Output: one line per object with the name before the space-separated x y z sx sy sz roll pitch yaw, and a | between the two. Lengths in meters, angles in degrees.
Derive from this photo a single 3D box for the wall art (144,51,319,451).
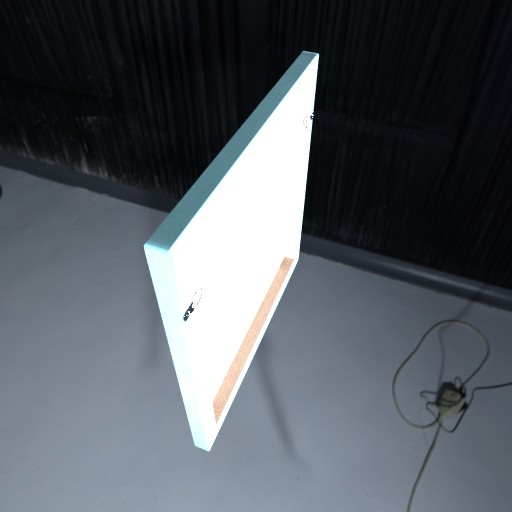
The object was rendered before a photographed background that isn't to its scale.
wall art | 0.000 0.000 1.629 0.070 1.073 1.071 16 48 15
